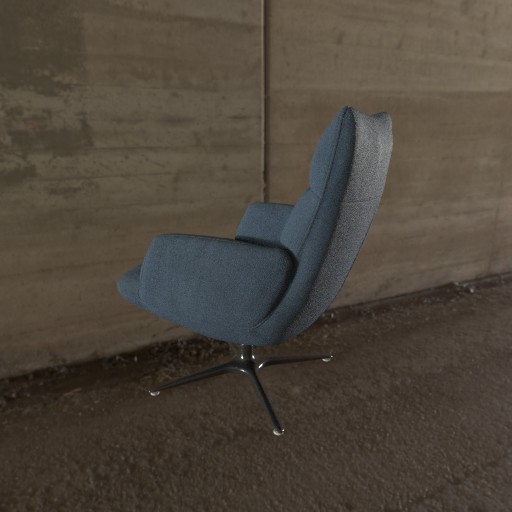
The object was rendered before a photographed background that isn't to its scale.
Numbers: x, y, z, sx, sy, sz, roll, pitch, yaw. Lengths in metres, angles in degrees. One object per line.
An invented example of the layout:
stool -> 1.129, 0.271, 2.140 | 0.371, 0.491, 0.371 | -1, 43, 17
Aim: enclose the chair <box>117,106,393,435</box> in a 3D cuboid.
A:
chair -> 0.000, 0.000, 1.631 | 0.889, 1.016, 0.711 | 8, 18, 25
